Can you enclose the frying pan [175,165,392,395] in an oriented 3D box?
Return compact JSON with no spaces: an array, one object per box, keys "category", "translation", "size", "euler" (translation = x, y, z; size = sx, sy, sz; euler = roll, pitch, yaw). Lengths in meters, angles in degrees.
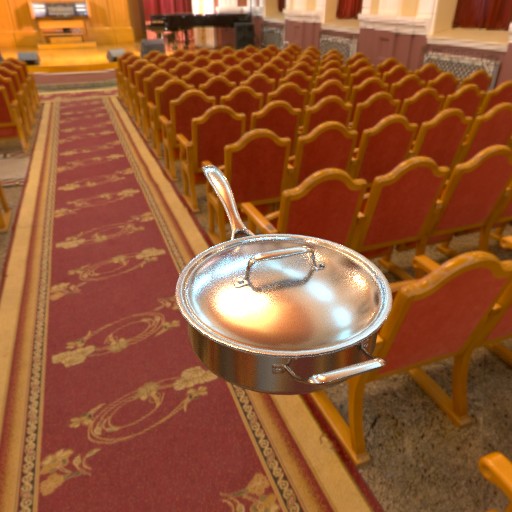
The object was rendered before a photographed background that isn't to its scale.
[{"category":"frying pan","translation":[0.000,0.000,0.591],"size":[0.245,0.111,0.492],"euler":[-11,32,-18]}]
